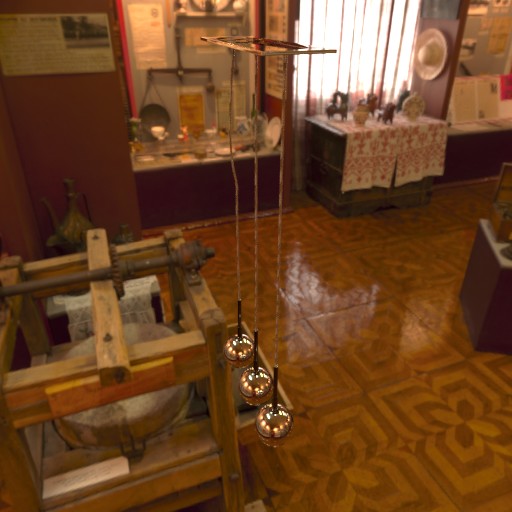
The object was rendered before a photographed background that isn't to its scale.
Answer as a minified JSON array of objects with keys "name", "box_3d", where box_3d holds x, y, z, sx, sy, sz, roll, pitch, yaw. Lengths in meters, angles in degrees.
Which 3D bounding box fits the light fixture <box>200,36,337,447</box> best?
[{"name":"light fixture","box_3d":[0.000,0.000,1.617,0.188,1.408,0.623,-10,31,-17]}]
